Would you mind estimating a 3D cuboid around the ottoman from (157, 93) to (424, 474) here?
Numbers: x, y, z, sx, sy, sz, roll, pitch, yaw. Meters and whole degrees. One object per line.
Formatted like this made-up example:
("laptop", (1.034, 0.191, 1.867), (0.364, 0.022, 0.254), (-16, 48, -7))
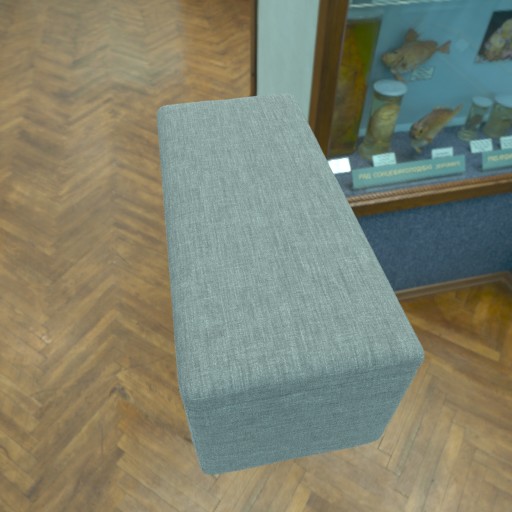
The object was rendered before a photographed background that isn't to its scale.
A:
("ottoman", (0.000, 0.000, 1.118), (0.419, 0.432, 0.902), (-8, 48, -7))
